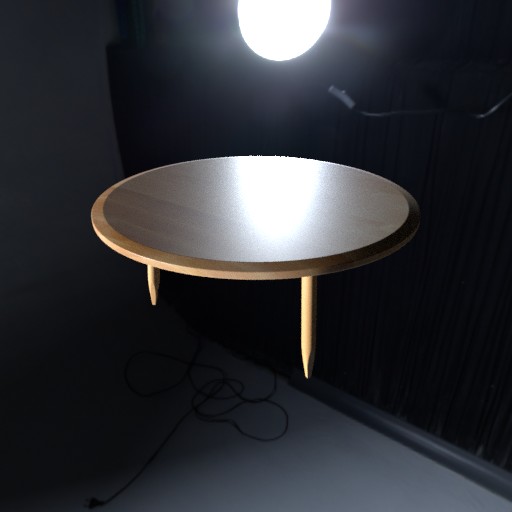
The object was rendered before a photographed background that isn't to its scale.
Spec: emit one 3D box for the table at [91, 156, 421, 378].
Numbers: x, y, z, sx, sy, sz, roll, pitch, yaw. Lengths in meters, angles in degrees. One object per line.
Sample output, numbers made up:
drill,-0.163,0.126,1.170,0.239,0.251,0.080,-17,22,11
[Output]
table,0.000,0.000,1.363,0.900,0.400,0.900,0,27,0
